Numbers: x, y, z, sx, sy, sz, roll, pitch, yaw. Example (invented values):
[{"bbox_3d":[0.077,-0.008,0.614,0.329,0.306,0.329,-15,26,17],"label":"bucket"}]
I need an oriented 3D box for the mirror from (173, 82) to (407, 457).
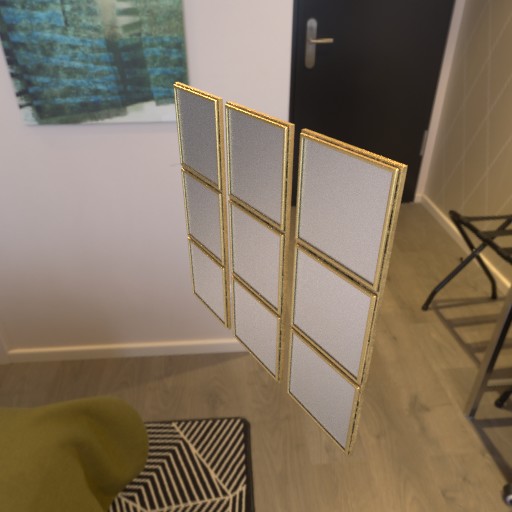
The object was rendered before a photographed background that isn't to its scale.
[{"bbox_3d":[0.000,0.000,1.458,0.023,0.926,1.011,-20,37,-29],"label":"mirror"}]
